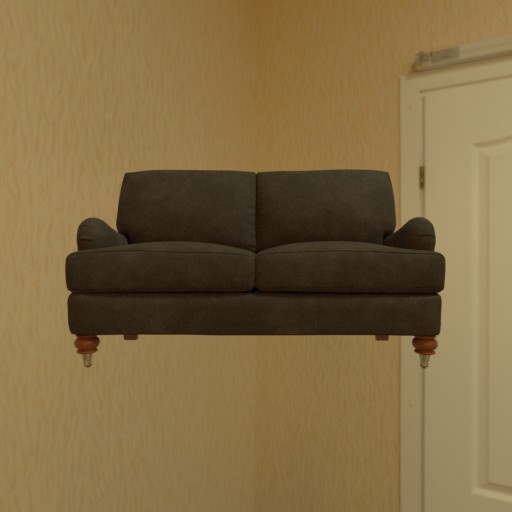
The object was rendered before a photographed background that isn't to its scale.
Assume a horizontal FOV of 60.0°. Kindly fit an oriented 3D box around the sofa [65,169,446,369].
[{"bbox_3d":[0.000,0.000,2.588,1.853,1.101,1.084,0,0,1],"label":"sofa"}]
